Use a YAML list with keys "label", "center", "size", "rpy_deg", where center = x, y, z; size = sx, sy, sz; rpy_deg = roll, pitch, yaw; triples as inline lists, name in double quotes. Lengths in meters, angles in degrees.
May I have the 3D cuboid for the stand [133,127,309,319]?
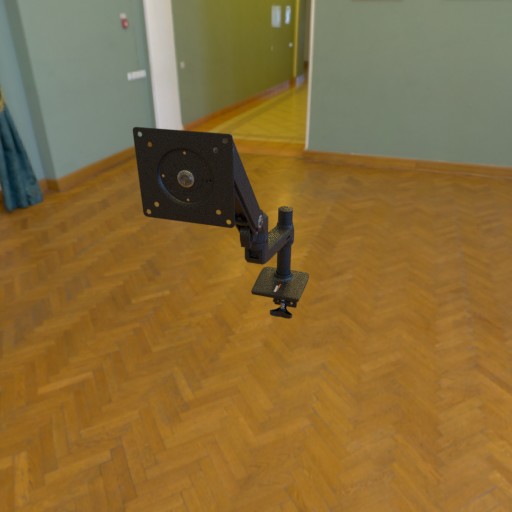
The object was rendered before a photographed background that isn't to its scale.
- label: "stand"
  center: [0.000, 0.000, 1.031]
  size: [0.152, 0.713, 0.650]
  rpy_deg: [9, 30, 15]
